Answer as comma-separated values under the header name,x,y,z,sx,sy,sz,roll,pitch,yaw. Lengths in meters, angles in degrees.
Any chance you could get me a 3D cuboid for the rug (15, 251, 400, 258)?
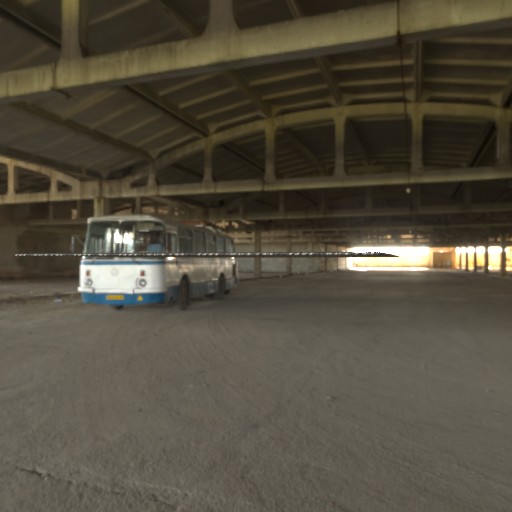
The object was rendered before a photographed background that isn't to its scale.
name,x,y,z,sx,sy,sz,roll,pitch,yaw
rug,0.000,0.000,3.839,2.306,0.017,2.902,0,0,19
